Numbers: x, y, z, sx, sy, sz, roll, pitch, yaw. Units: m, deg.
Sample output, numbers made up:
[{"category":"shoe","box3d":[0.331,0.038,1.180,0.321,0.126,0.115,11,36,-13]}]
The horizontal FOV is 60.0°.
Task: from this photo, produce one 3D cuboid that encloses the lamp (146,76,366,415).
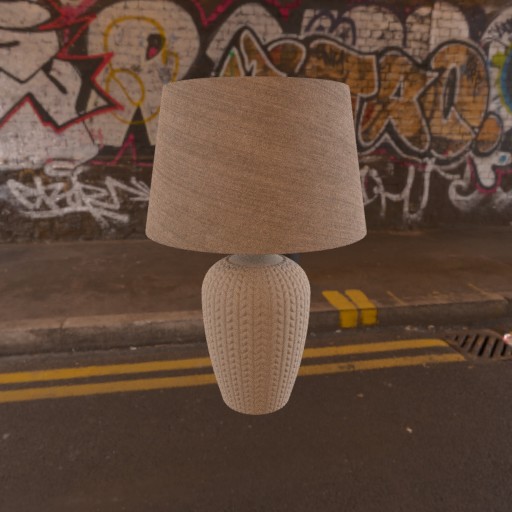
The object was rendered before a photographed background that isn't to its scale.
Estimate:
[{"category":"lamp","box3d":[0.000,0.000,0.818,0.390,0.580,0.390,0,15,0]}]
